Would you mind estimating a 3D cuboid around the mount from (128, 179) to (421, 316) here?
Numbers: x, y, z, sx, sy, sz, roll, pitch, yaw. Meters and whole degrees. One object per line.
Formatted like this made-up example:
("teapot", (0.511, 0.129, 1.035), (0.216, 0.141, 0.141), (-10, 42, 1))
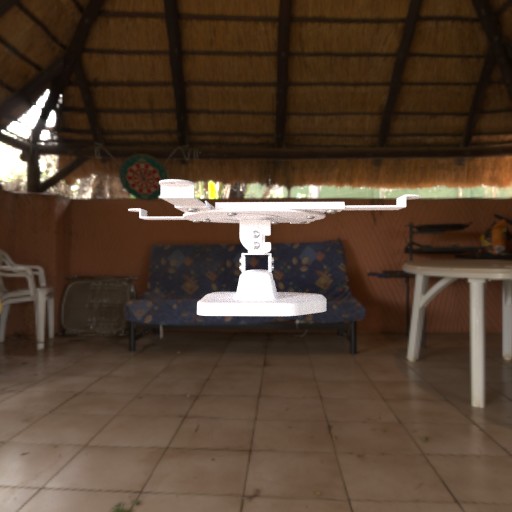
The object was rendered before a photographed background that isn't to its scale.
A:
("mount", (0.000, 0.000, 0.600), (0.394, 0.141, 0.394), (0, 0, 2))
